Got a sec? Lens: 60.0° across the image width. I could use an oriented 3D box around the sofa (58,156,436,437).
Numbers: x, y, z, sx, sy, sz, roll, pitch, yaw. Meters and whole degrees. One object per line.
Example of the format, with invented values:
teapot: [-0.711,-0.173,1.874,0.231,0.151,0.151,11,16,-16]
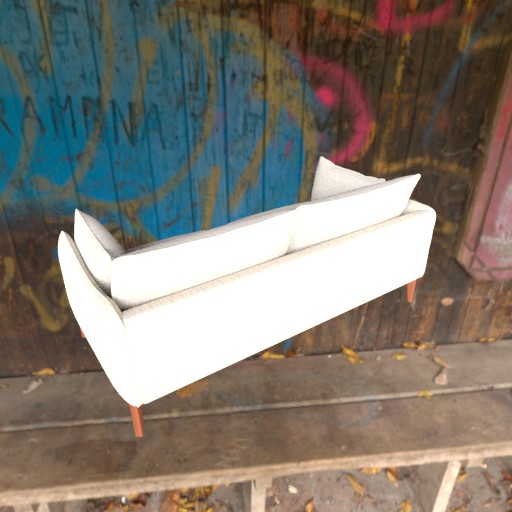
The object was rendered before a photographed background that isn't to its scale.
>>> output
sofa: [0.000,0.000,2.568,1.989,0.860,0.991,-18,33,-30]
